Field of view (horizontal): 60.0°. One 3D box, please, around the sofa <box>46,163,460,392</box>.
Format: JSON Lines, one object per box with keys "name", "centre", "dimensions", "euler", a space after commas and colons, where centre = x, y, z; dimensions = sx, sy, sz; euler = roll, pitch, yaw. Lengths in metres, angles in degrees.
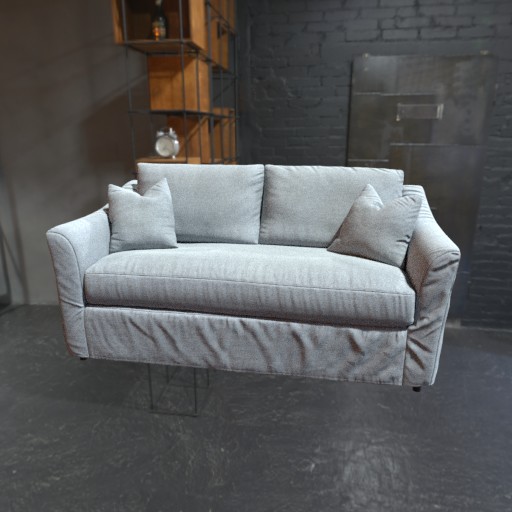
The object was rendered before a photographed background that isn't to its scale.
{"name": "sofa", "centre": [0.000, 0.000, 2.611], "dimensions": [2.010, 1.018, 1.072], "euler": [3, 16, 10]}
